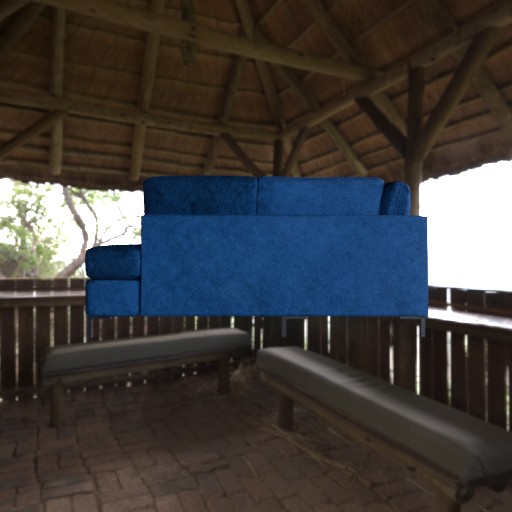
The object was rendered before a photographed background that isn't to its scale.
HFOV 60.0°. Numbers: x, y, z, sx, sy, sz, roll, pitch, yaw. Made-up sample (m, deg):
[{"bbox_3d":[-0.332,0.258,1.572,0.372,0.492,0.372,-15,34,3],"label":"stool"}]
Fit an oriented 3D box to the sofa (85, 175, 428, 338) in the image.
[{"bbox_3d":[0.000,0.000,4.321,2.055,0.992,3.434,0,0,0],"label":"sofa"}]
